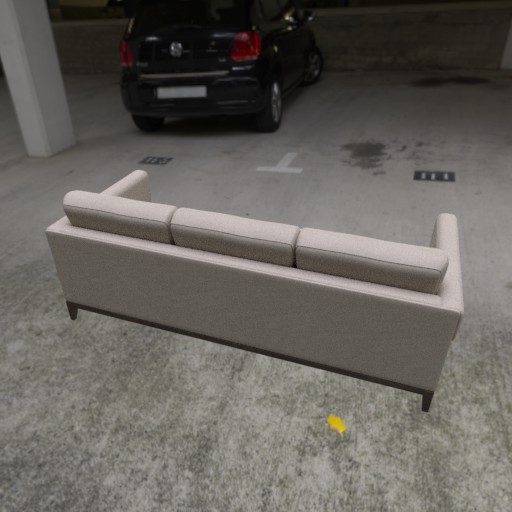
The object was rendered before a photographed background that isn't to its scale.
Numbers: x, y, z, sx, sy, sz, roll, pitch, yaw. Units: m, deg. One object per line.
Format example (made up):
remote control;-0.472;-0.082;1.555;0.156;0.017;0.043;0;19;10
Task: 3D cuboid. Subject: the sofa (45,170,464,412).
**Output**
sofa;0.000;0.000;2.680;2.210;0.838;0.959;11;34;16
